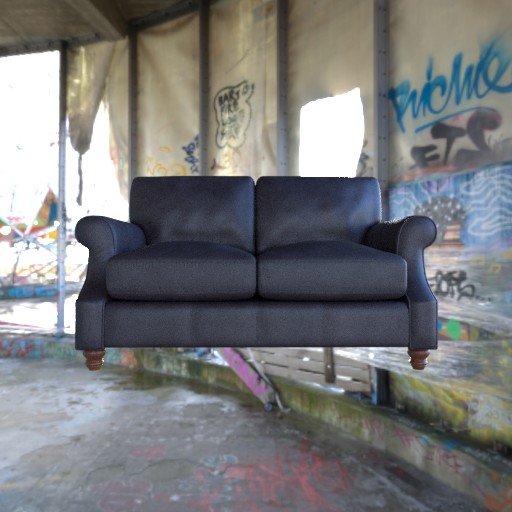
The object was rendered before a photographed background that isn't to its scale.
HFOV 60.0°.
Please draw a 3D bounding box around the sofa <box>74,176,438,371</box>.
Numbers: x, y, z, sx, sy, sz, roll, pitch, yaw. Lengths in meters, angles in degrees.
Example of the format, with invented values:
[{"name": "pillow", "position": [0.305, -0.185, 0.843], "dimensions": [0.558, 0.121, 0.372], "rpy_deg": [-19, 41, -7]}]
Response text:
[{"name": "sofa", "position": [0.000, 0.000, 2.357], "dimensions": [1.663, 0.979, 1.030], "rpy_deg": [0, 0, 0]}]
